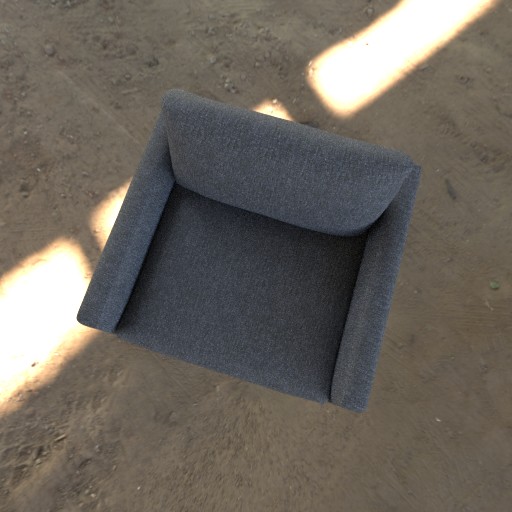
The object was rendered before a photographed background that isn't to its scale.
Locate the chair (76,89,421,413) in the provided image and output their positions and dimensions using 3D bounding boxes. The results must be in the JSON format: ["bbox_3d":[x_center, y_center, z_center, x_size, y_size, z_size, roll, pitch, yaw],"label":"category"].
[{"bbox_3d":[0.000,0.000,1.627,0.963,0.861,0.866,17,76,4],"label":"chair"}]
